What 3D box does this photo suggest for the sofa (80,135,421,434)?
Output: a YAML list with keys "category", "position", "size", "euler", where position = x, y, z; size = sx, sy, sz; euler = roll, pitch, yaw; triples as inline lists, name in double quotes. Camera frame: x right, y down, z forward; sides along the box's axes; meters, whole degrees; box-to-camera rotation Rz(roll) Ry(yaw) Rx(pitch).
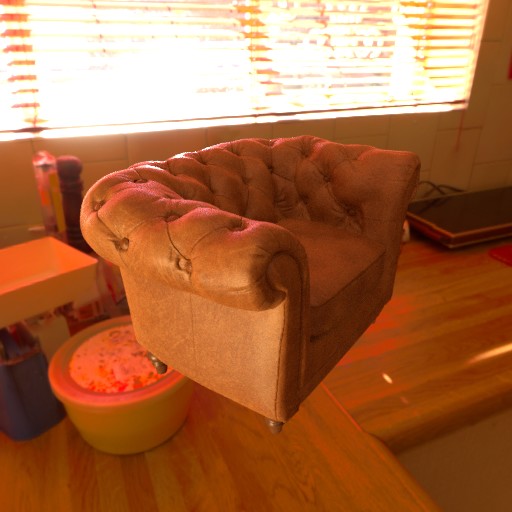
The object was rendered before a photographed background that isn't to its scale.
- category: "sofa"
  position: [0.000, 0.000, 2.000]
  size: [1.033, 0.878, 1.405]
  euler: [18, 31, 32]
